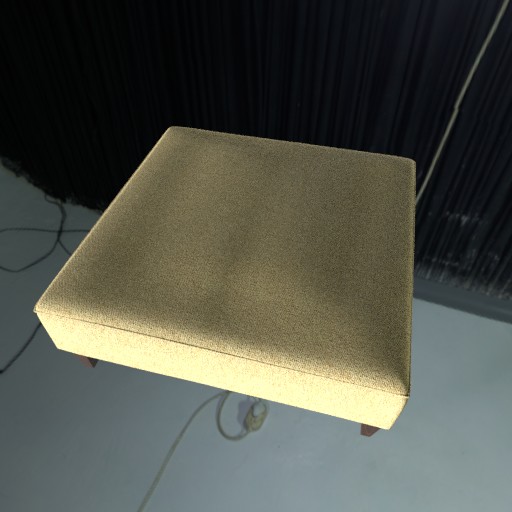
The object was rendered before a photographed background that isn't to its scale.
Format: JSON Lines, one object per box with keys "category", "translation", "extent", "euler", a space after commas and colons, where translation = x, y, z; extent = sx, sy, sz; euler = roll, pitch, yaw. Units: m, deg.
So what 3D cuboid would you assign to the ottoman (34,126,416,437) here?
{"category": "ottoman", "translation": [0.000, 0.000, 1.509], "extent": [0.981, 0.378, 0.970], "euler": [11, 47, 10]}
